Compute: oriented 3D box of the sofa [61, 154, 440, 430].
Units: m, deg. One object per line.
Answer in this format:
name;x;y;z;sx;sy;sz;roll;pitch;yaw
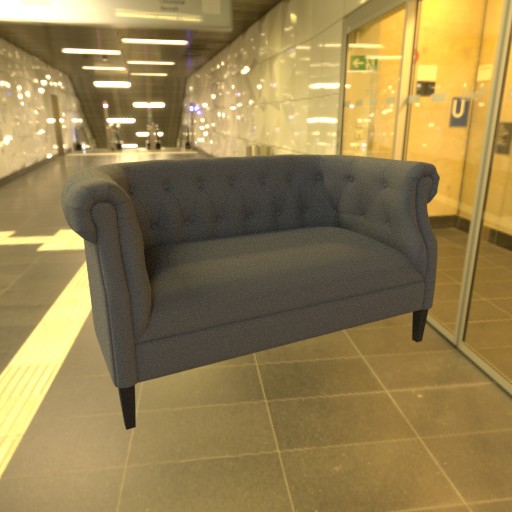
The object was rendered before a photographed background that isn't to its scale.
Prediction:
sofa;0.000;0.000;1.996;1.558;0.827;0.835;-9;19;-26
